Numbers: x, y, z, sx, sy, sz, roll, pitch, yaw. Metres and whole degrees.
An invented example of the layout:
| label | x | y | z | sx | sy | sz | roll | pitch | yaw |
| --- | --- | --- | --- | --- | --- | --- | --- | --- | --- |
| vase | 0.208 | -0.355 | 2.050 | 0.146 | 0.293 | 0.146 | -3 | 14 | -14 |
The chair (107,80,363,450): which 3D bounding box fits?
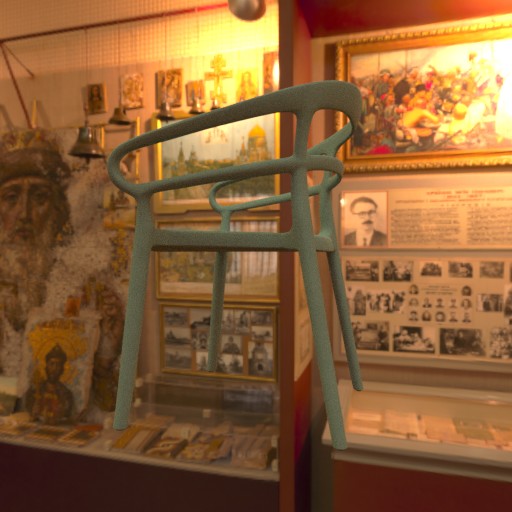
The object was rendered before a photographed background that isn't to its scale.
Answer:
| label | x | y | z | sx | sy | sz | roll | pitch | yaw |
| --- | --- | --- | --- | --- | --- | --- | --- | --- | --- |
| chair | 0.000 | 0.000 | 1.135 | 0.527 | 0.761 | 0.559 | 0 | 1 | 18 |
